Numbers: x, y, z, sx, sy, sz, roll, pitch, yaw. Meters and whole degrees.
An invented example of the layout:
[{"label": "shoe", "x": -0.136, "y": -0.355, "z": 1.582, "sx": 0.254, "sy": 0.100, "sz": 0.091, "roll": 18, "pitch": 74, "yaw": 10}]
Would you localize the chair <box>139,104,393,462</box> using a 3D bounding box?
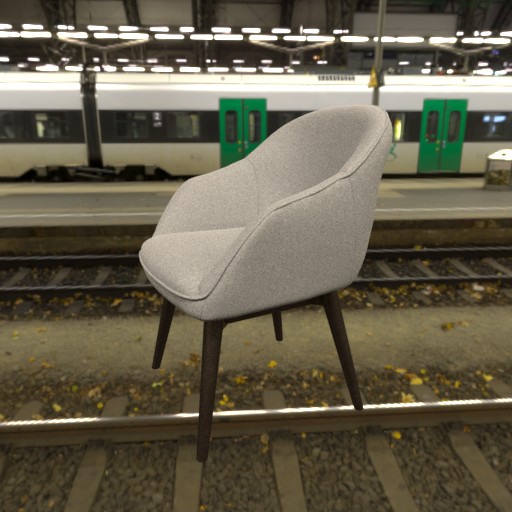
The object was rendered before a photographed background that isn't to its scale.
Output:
[{"label": "chair", "x": 0.000, "y": 0.000, "z": 1.235, "sx": 0.611, "sy": 0.810, "sz": 0.589, "roll": -7, "pitch": 17, "yaw": -24}]
